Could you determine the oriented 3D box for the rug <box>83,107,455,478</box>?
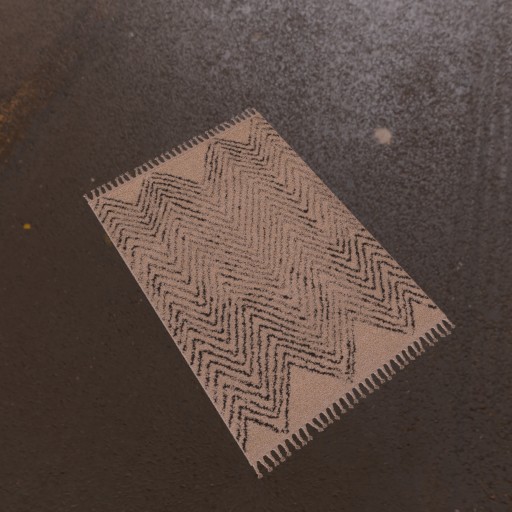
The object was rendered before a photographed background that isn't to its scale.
[{"bbox_3d":[0.000,0.000,2.438,1.230,0.014,1.847,-32,68,-15],"label":"rug"}]
